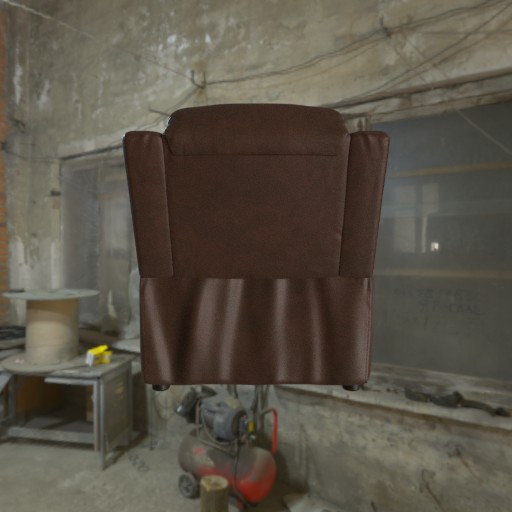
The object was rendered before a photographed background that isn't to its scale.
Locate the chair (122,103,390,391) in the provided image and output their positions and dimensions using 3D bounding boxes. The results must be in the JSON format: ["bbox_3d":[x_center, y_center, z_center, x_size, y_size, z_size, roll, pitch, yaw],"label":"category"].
[{"bbox_3d":[0.000,0.000,1.312,0.680,0.702,0.707,0,0,0],"label":"chair"}]
